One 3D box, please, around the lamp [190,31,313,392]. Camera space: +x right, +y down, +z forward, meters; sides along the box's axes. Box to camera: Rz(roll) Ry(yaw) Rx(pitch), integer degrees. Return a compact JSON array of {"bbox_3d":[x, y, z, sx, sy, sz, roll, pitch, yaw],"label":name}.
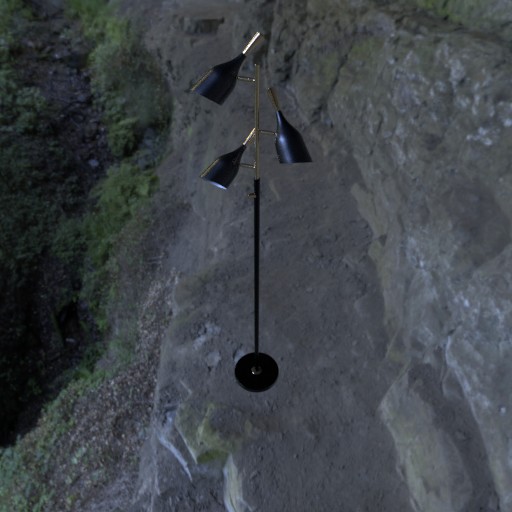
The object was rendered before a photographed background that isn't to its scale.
[{"bbox_3d":[0.000,0.000,1.944,0.434,1.778,0.253,12,43,14],"label":"lamp"}]
